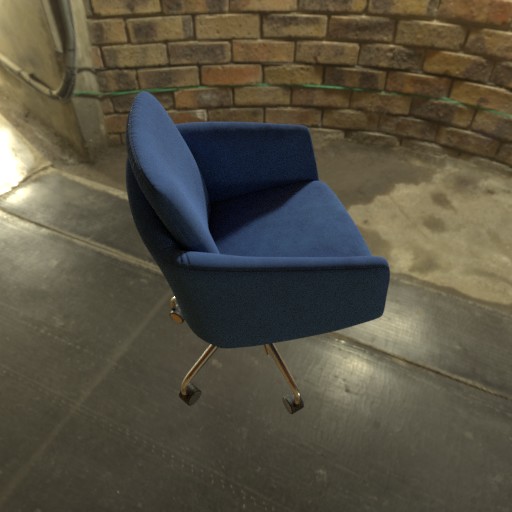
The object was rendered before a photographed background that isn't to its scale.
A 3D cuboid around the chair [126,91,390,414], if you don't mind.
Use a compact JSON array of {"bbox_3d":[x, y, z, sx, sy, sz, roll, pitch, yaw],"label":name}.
[{"bbox_3d":[0.000,0.000,1.337,0.635,0.908,0.641,-9,46,-9],"label":"chair"}]
